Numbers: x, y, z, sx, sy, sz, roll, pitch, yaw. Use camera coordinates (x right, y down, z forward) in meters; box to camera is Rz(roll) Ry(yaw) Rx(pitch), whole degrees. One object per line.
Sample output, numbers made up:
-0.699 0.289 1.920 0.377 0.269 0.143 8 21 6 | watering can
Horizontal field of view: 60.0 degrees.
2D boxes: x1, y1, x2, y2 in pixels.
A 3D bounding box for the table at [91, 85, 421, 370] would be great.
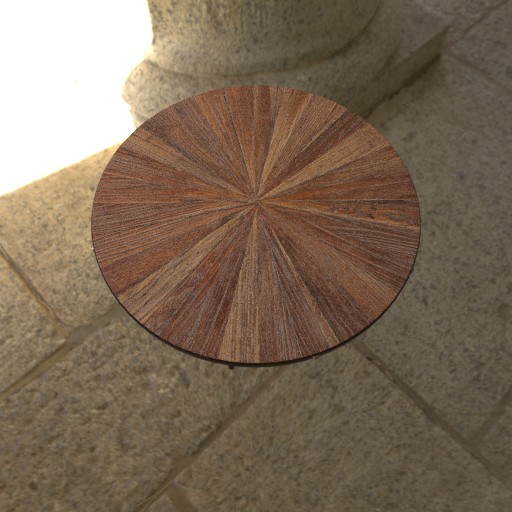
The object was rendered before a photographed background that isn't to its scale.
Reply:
0.000 0.000 1.495 0.885 0.658 0.885 0 63 0 | table
